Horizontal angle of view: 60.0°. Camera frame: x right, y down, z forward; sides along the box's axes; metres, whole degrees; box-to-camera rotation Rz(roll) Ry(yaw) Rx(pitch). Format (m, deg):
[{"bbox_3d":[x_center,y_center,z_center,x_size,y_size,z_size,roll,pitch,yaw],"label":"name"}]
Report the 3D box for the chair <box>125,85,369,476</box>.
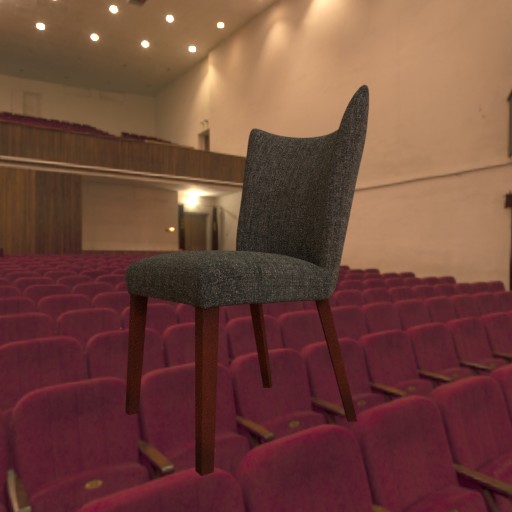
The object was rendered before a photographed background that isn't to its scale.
[{"bbox_3d":[0.000,0.000,1.297,0.623,0.924,0.535,0,0,-35],"label":"chair"}]
